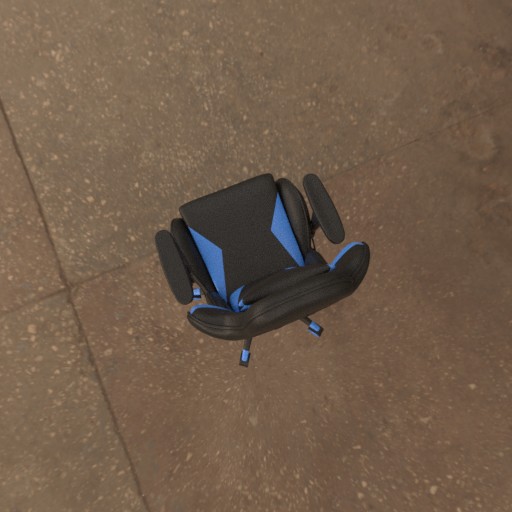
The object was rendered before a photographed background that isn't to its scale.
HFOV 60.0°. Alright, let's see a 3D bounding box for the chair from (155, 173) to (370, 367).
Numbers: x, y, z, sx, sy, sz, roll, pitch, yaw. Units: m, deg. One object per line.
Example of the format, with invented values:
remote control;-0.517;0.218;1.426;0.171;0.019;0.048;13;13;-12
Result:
chair;0.000;0.000;1.682;0.695;1.282;0.730;-22;77;-5
